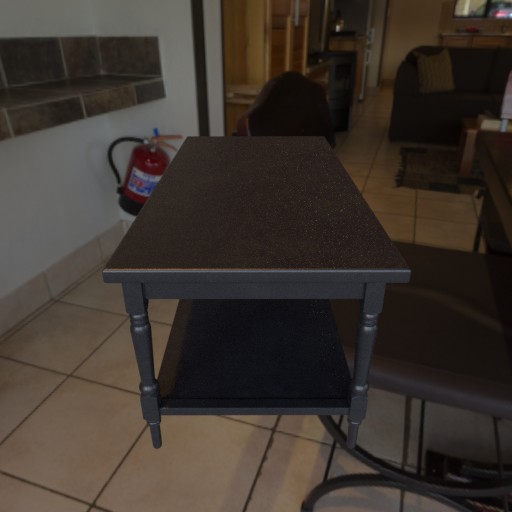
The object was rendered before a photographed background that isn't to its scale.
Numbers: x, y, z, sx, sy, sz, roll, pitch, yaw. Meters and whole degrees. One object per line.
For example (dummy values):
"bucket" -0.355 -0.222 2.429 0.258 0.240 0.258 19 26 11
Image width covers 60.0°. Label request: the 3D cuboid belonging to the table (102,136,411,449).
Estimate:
"table" 0.000 0.000 1.393 0.550 0.510 1.107 0 27 0
